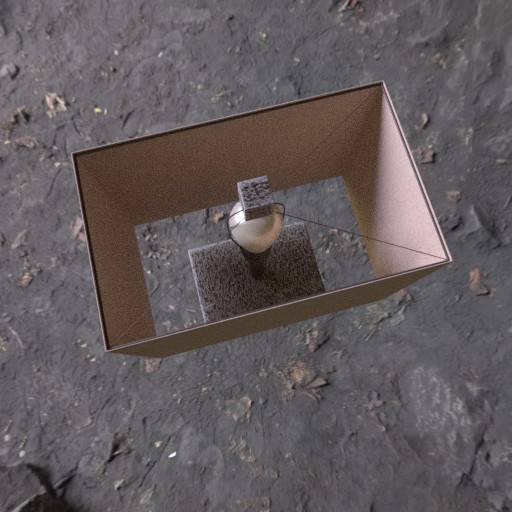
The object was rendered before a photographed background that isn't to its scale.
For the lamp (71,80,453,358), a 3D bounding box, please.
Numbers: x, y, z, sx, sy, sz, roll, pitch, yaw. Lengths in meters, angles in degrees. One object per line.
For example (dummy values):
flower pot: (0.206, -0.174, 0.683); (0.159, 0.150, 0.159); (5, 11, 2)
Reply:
lamp: (0.000, 0.000, 0.554); (0.294, 0.411, 0.180); (-14, 76, -4)
